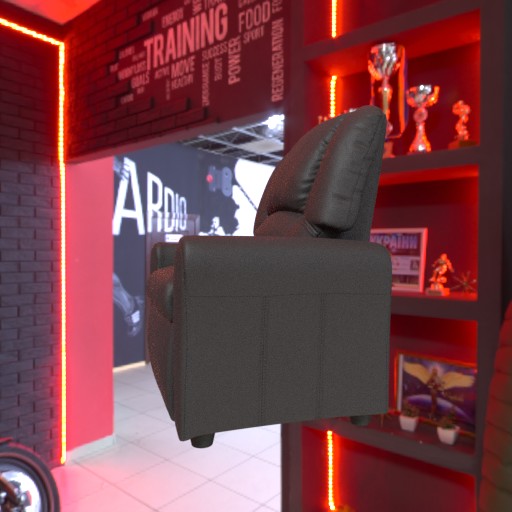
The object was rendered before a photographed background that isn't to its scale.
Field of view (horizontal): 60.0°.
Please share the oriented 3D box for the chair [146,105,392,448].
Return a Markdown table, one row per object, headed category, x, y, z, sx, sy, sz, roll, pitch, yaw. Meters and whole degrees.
| category | x | y | z | sx | sy | sz | roll | pitch | yaw |
| --- | --- | --- | --- | --- | --- | --- | --- | --- | --- |
| chair | 0.000 | 0.000 | 1.123 | 0.521 | 0.709 | 0.610 | 0 | 0 | -18 |
